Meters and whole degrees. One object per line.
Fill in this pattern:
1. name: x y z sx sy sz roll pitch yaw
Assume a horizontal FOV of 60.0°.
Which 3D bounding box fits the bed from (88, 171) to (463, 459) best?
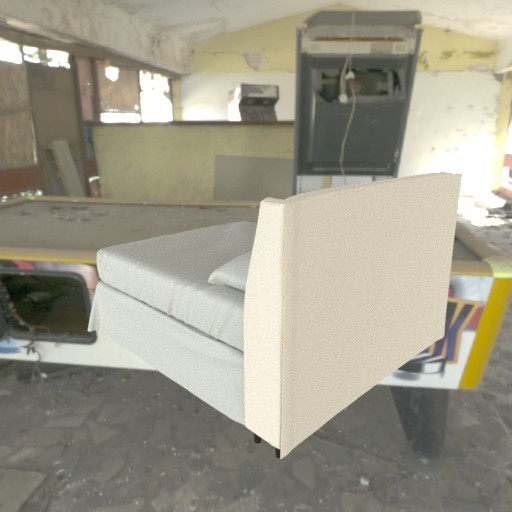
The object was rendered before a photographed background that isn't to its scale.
1. bed: 0.000 0.000 3.426 1.925 1.332 2.276 -15 22 -43
